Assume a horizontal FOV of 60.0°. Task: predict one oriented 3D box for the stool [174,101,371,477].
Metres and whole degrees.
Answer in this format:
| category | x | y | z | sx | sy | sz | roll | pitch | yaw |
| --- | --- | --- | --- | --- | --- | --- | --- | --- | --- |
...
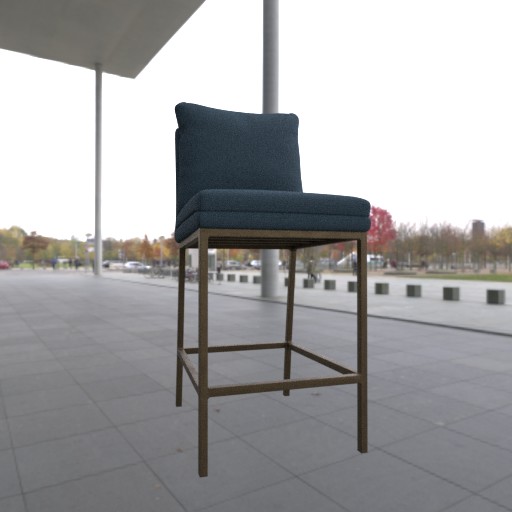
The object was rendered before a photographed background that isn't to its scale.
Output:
| category | x | y | z | sx | sy | sz | roll | pitch | yaw |
| --- | --- | --- | --- | --- | --- | --- | --- | --- | --- |
| stool | 0.000 | 0.000 | 1.354 | 0.463 | 1.032 | 0.568 | 0 | -1 | -18 |
